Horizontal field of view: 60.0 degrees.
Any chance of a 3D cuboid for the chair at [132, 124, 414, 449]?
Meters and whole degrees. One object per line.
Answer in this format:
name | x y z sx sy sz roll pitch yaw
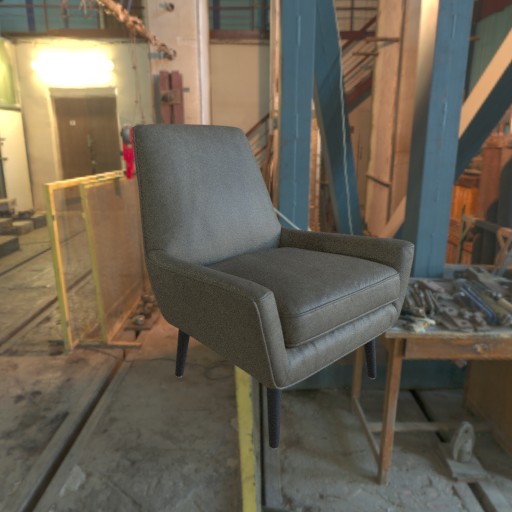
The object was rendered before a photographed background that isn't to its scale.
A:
chair | 0.000 0.000 1.535 0.824 0.888 0.787 14 20 43
